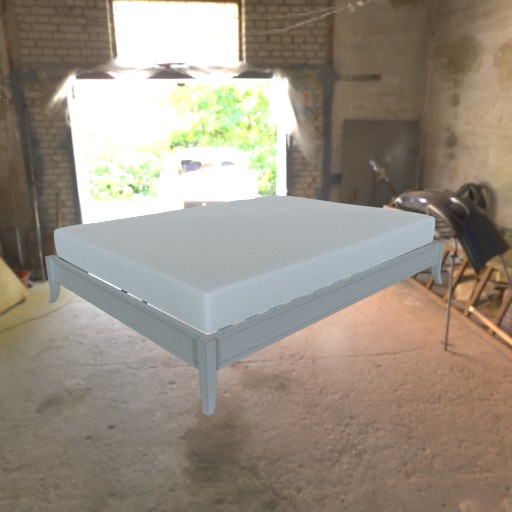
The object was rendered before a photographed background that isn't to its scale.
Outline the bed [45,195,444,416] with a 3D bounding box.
[{"bbox_3d":[0.000,0.000,2.891,2.108,0.510,1.604,-16,23,-42],"label":"bed"}]
